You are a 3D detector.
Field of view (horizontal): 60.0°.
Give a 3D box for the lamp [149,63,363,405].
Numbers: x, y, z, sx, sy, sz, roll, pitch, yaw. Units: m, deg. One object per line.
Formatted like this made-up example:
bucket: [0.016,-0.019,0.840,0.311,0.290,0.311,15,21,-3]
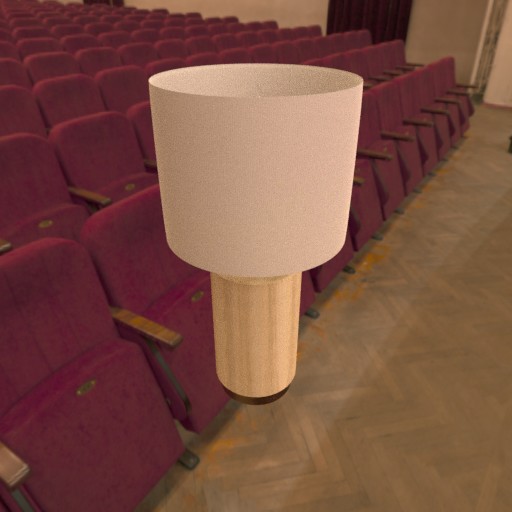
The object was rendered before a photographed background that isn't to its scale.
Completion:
lamp: [0.000,0.000,0.587,0.228,0.444,0.228,18,35,28]
